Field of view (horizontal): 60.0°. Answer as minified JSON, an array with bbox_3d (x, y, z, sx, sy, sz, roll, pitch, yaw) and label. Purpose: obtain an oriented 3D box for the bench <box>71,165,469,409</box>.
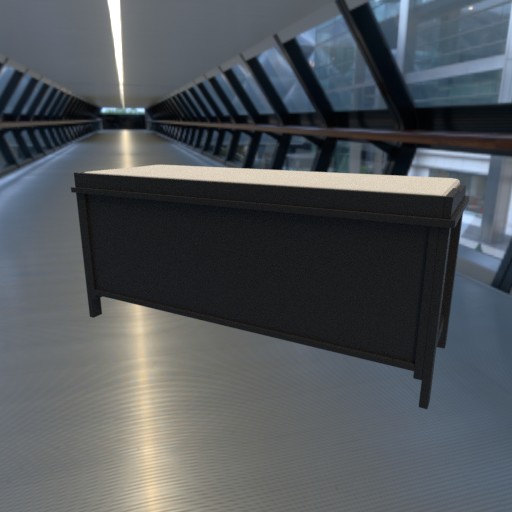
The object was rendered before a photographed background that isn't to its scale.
[{"bbox_3d":[0.000,0.000,1.387,1.140,0.501,0.398,8,18,27],"label":"bench"}]
